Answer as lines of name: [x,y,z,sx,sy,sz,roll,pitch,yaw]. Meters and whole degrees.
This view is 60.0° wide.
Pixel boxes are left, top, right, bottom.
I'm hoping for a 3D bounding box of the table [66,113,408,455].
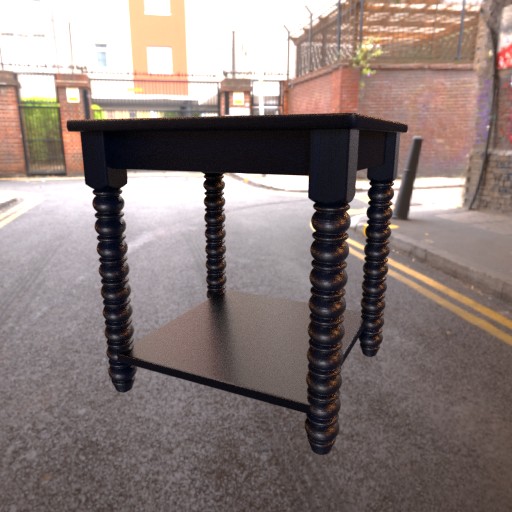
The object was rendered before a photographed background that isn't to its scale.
table: [0.000,0.000,0.980,0.533,0.567,0.500,7,16,25]
